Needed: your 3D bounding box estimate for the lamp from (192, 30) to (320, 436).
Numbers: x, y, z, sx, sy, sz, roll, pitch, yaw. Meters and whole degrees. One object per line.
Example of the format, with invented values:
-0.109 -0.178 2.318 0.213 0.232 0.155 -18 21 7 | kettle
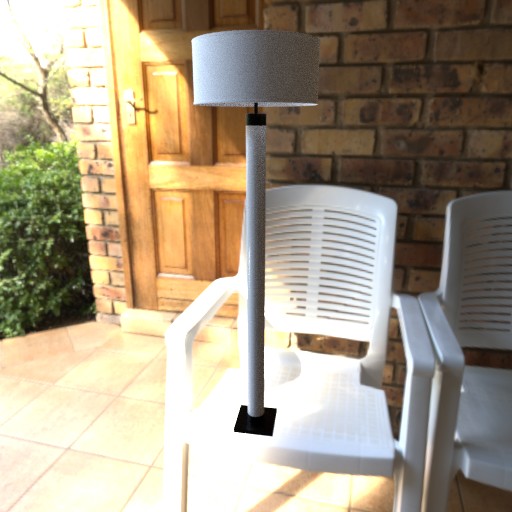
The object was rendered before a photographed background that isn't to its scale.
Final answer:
0.000 0.000 1.660 0.420 1.475 0.420 3 17 9 | lamp
